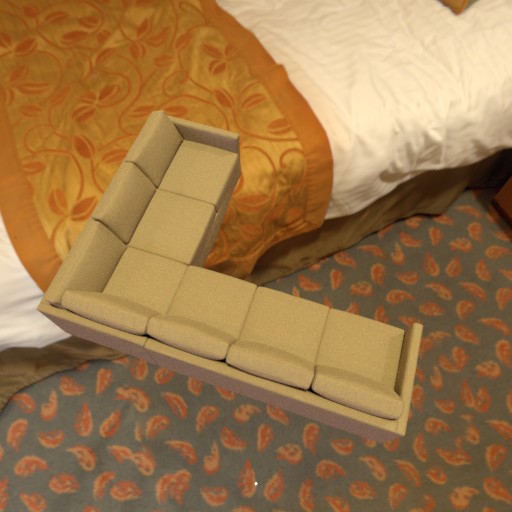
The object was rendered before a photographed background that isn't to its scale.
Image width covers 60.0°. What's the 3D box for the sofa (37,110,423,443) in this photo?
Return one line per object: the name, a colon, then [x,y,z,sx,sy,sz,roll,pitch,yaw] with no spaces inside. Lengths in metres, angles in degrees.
sofa: [0.000,0.000,4.293,3.182,0.871,2.432,16,64,8]
